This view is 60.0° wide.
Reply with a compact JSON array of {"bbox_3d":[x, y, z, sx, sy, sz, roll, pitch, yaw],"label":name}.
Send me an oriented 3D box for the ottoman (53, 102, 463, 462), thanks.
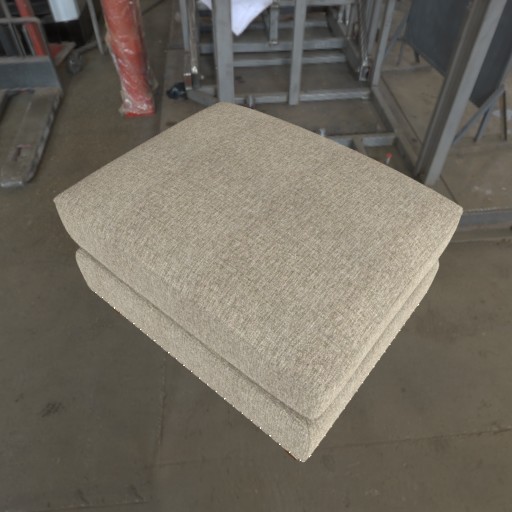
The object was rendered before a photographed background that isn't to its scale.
[{"bbox_3d":[0.000,0.000,1.113,0.741,0.513,0.584,32,55,25],"label":"ottoman"}]
